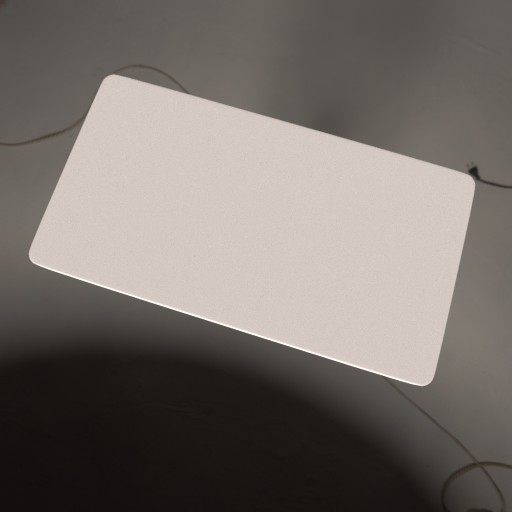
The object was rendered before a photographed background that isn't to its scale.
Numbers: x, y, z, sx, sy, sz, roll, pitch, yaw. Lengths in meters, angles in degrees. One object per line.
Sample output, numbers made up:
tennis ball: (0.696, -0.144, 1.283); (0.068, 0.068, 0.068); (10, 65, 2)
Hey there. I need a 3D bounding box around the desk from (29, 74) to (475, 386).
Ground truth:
desk: (0.000, 0.000, 1.325); (0.877, 0.763, 0.475); (17, 78, 4)
